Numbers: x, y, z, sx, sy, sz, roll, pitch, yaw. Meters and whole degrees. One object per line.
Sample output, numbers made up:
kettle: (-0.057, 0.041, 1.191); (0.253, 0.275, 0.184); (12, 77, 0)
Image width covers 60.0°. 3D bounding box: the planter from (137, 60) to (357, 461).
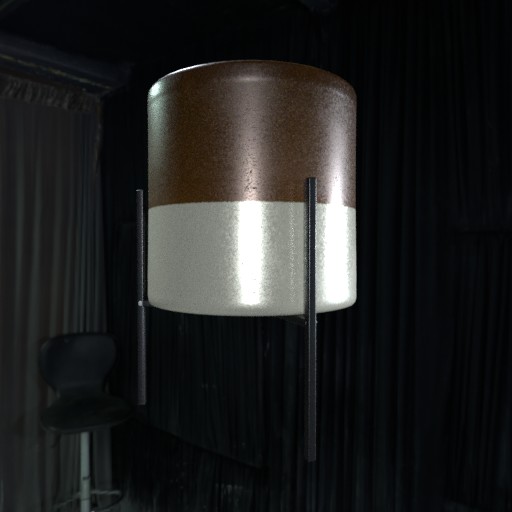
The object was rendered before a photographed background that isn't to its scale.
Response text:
planter: (0.000, 0.000, 0.550); (0.255, 0.375, 0.269); (1, 1, 36)
